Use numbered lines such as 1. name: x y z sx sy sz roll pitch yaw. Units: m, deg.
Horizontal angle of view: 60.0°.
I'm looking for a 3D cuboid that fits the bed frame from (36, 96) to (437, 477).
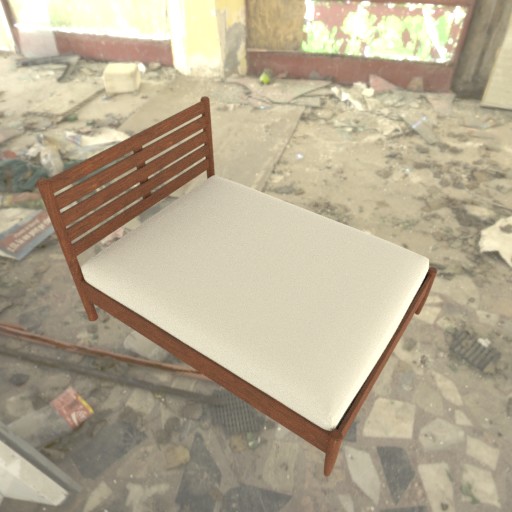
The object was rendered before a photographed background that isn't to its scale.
1. bed frame: 0.000 0.000 3.230 2.234 1.321 1.655 25 47 25
